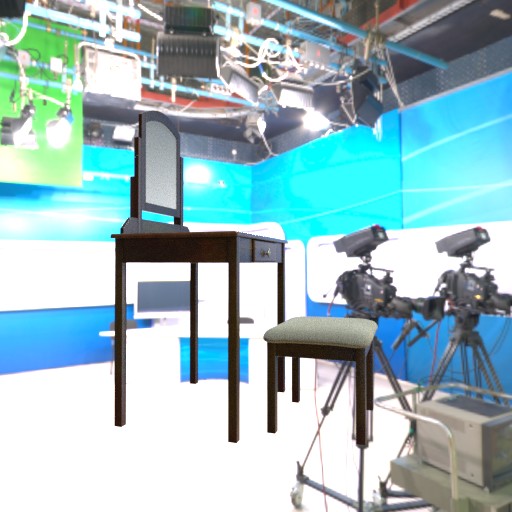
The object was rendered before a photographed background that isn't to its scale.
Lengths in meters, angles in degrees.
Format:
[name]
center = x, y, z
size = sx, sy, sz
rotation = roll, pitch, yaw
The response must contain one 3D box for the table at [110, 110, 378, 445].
[table]
center = 0.000, 0.000, 2.330
size = 1.211, 1.631, 0.876
rotation = 0, -1, 19
